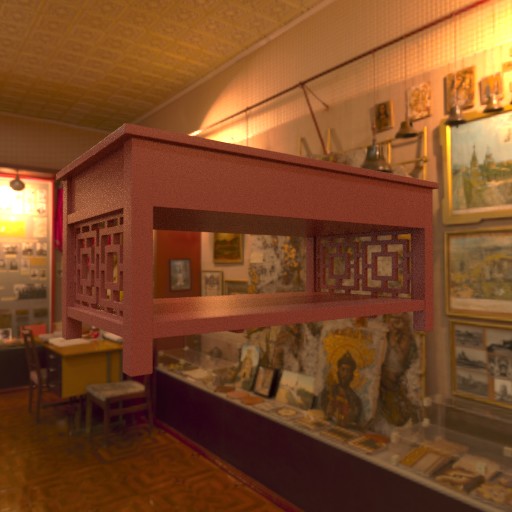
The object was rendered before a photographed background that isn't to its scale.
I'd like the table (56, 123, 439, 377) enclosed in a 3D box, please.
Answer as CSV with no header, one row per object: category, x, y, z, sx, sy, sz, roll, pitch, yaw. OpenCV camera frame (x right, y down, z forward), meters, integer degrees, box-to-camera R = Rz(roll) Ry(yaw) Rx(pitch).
table,0.000,0.000,1.412,1.068,0.493,0.612,1,-1,-36
